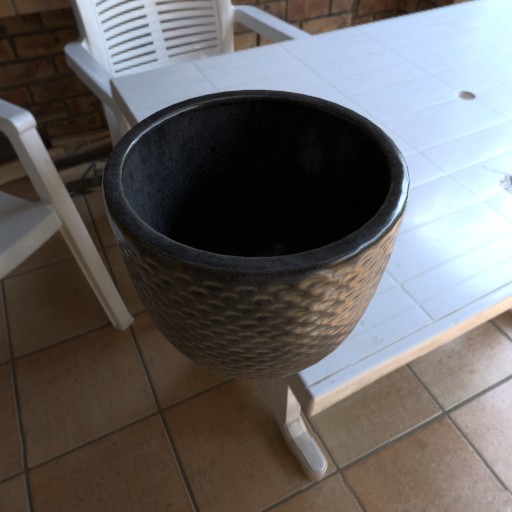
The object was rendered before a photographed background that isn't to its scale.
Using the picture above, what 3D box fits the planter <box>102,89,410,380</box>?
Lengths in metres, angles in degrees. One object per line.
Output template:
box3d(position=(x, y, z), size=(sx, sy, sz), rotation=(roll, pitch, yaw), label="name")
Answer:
box3d(position=(0.000, 0.000, 0.308), size=(0.172, 0.160, 0.172), rotation=(0, 47, 0), label="planter")
